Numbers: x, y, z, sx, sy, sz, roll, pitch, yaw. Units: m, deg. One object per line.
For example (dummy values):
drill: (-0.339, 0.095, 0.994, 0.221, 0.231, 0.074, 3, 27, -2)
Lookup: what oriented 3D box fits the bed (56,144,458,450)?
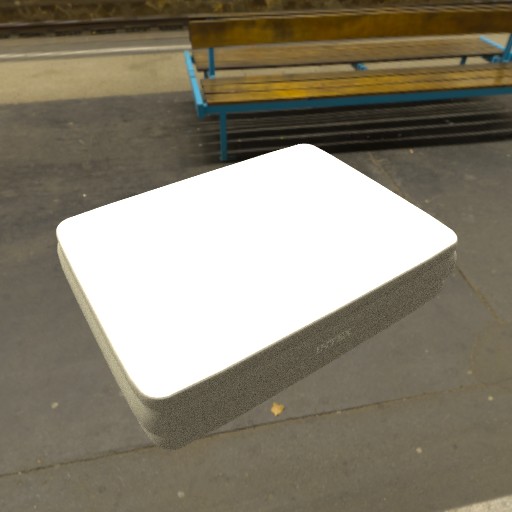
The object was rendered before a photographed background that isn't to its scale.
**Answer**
bed: (0.000, 0.000, 2.693, 2.036, 0.460, 1.520, -23, 46, -25)
